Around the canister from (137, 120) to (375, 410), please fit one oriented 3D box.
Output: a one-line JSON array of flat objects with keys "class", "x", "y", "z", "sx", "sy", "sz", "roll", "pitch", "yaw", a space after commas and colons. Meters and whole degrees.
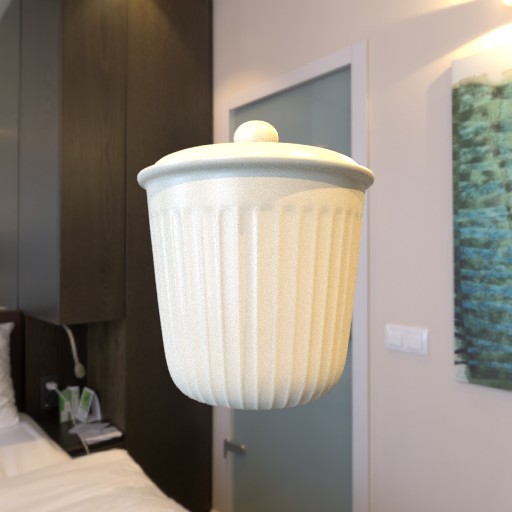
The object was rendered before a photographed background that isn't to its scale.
[{"class": "canister", "x": 0.000, "y": 0.000, "z": 0.349, "sx": 0.181, "sy": 0.211, "sz": 0.181, "roll": 0, "pitch": -1, "yaw": 0}]
